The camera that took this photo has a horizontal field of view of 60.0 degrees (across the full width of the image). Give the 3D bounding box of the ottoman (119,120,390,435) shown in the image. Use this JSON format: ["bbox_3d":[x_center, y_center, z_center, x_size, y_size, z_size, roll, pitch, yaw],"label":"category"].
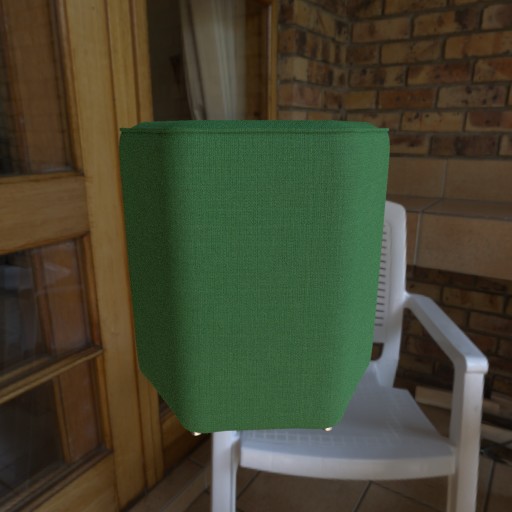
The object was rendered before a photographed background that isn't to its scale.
[{"bbox_3d":[0.000,0.000,0.874,0.444,0.507,0.499,8,18,26],"label":"ottoman"}]
